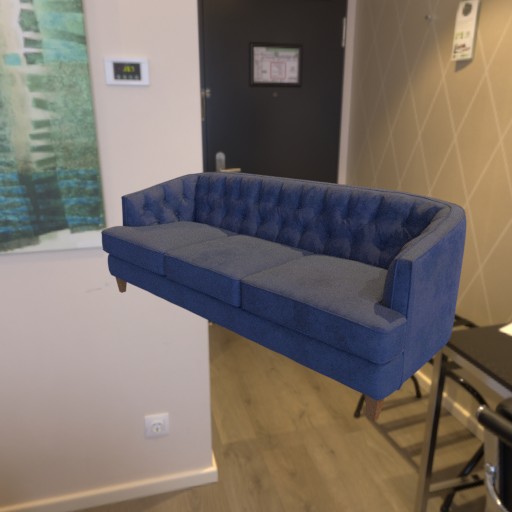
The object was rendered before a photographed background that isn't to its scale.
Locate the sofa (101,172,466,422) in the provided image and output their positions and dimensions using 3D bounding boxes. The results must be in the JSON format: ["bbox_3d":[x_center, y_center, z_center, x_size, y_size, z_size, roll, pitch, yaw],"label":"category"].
[{"bbox_3d":[0.000,0.000,2.724,2.278,0.855,0.941,16,23,42],"label":"sofa"}]
